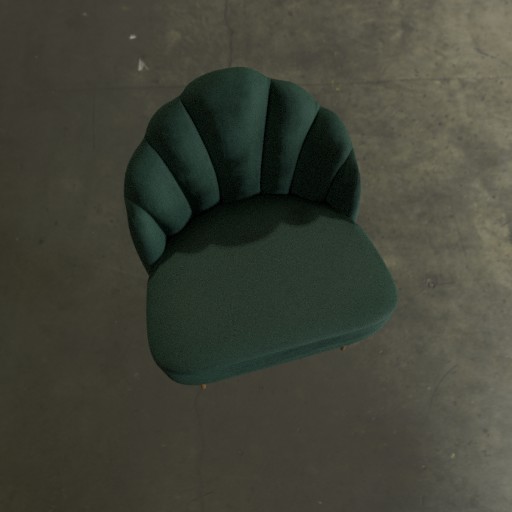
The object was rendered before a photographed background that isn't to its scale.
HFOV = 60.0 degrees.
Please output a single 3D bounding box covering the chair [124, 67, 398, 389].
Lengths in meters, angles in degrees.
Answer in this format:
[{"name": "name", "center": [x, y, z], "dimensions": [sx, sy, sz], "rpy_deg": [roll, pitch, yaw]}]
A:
[{"name": "chair", "center": [0.000, 0.000, 1.264], "dimensions": [0.657, 0.819, 0.599], "rpy_deg": [-14, 64, -7]}]
